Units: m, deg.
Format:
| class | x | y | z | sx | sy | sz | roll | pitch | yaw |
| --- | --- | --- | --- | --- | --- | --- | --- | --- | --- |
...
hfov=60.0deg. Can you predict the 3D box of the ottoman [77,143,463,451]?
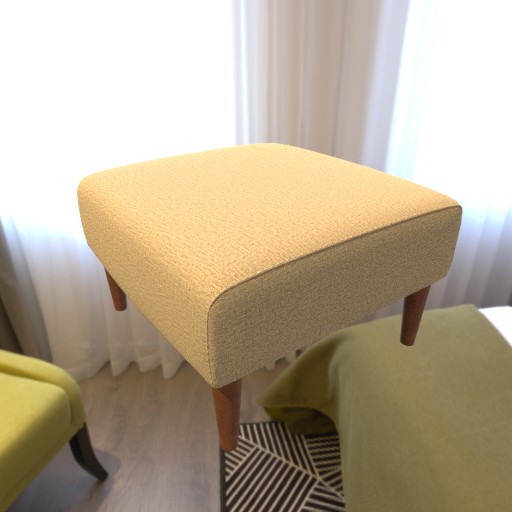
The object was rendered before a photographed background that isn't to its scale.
| class | x | y | z | sx | sy | sz | roll | pitch | yaw |
| --- | --- | --- | --- | --- | --- | --- | --- | --- | --- |
| ottoman | 0.000 | 0.000 | 1.062 | 0.649 | 0.398 | 0.650 | -18 | 32 | -31 |
